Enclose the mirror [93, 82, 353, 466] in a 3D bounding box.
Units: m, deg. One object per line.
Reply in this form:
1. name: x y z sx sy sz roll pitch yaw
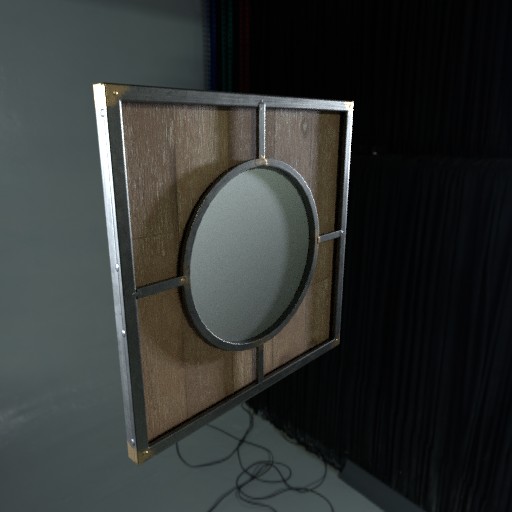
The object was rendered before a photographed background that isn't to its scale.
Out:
1. mirror: 0.000 0.000 0.555 0.020 0.381 0.382 15 22 41
